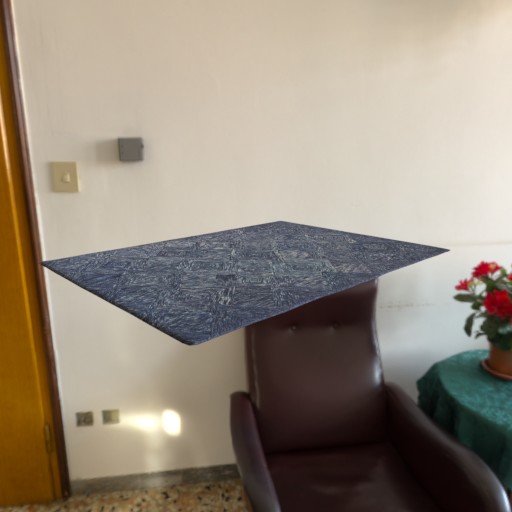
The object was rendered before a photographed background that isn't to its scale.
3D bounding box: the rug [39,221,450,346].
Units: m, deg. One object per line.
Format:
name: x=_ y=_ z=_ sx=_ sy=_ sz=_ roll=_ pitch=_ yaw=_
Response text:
rug: x=0.000 y=0.000 z=4.282 sx=3.245 sy=0.024 sz=2.385 roll=-13 pitch=19 yaw=-42
